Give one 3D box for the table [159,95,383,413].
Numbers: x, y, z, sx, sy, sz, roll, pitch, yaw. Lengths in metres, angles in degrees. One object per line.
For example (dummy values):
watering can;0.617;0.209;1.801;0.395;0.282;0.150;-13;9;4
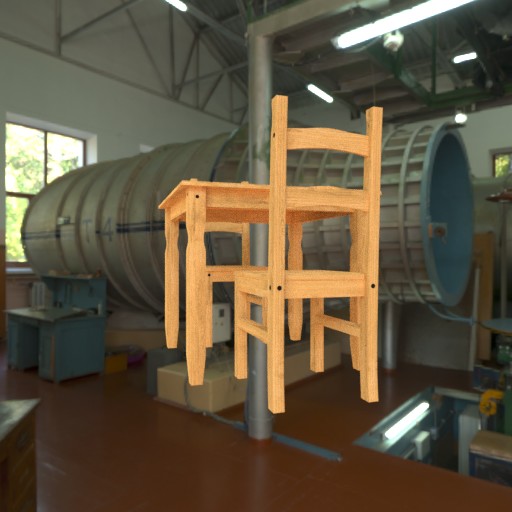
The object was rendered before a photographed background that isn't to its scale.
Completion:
table;0.000;0.000;2.068;0.813;0.942;1.501;0;0;-18
